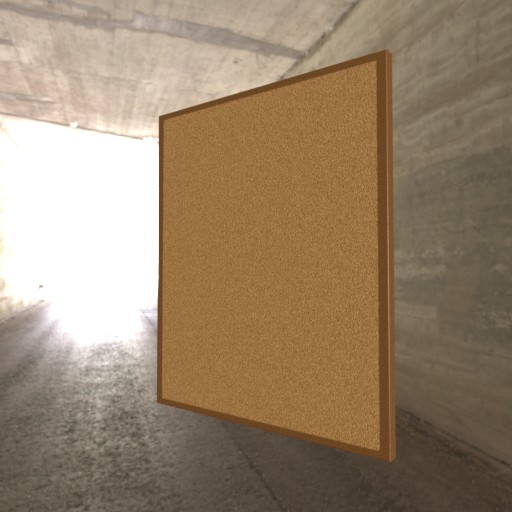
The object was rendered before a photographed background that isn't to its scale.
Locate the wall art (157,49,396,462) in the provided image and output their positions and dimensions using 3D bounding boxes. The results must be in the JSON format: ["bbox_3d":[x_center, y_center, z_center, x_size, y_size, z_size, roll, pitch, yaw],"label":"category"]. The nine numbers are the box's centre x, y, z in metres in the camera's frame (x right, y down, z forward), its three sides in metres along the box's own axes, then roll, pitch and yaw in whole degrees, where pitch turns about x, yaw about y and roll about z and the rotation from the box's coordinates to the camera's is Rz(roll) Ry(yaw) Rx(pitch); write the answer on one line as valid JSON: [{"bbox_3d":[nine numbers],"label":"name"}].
[{"bbox_3d":[0.000,0.000,0.726,0.449,0.550,0.021,-1,-2,36],"label":"wall art"}]
